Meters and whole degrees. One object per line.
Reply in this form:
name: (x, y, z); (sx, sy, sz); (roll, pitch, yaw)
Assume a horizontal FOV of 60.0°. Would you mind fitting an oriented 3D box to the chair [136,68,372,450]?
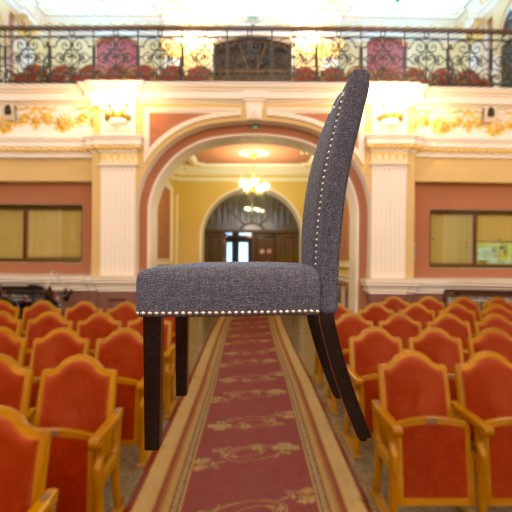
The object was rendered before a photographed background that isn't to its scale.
chair: (0.000, 0.000, 1.311); (0.589, 0.946, 0.518); (0, -1, 0)
